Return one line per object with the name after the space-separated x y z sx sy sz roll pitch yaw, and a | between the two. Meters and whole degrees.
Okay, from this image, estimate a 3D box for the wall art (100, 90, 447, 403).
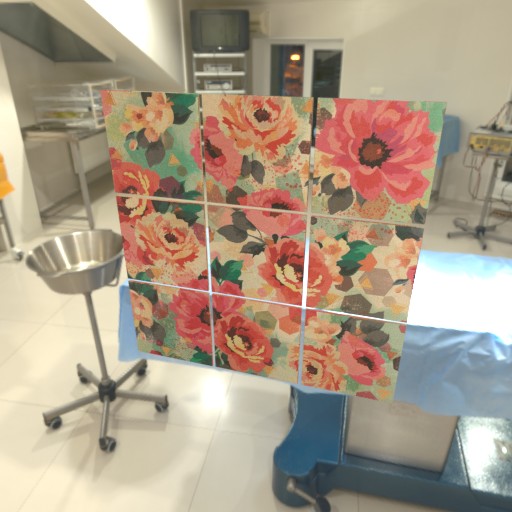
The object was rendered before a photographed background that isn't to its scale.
0.000 0.000 1.778 1.216 1.220 0.013 8 27 15 | wall art
